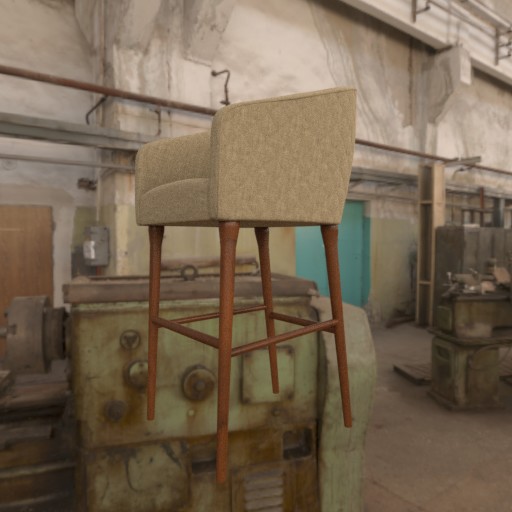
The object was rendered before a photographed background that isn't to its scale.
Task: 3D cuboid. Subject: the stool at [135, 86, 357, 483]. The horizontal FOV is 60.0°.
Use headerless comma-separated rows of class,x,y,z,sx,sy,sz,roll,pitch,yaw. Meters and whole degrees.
stool,0.000,0.000,1.403,0.607,1.078,0.559,-1,3,-35
